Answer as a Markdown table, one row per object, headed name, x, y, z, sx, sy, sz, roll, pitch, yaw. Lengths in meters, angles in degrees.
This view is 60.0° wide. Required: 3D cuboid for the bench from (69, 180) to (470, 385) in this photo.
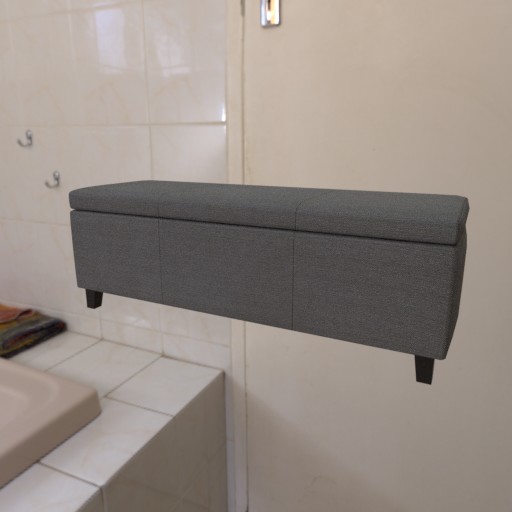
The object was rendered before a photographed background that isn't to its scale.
| name | x | y | z | sx | sy | sz | roll | pitch | yaw |
| --- | --- | --- | --- | --- | --- | --- | --- | --- | --- |
| bench | 0.000 | 0.000 | 1.492 | 1.269 | 0.438 | 0.446 | 7 | 16 | 26 |
